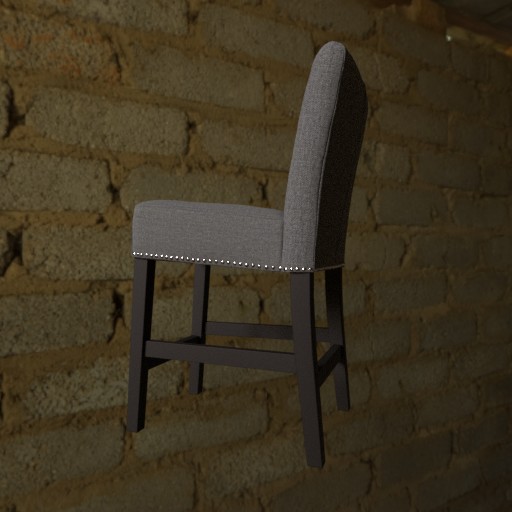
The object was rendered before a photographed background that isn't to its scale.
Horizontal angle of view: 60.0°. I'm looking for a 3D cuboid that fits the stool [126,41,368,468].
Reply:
[{"bbox_3d":[0.000,0.000,1.178,0.571,0.885,0.427,0,0,20],"label":"stool"}]
